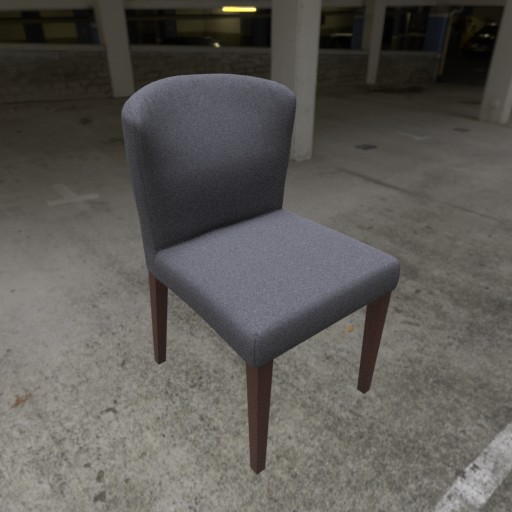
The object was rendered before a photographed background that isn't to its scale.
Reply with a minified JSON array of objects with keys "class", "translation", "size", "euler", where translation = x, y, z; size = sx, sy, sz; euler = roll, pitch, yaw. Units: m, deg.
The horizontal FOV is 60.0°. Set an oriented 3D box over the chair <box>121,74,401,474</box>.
[{"class":"chair","translation":[0.000,0.000,1.174],"size":[0.491,0.839,0.592],"euler":[-22,37,-33]}]
